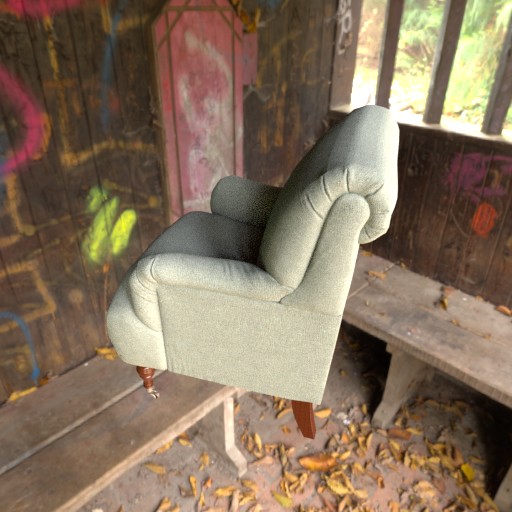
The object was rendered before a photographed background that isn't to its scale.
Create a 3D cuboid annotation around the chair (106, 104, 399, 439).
[{"bbox_3d":[0.000,0.000,1.957,1.060,1.178,0.964,8,31,14],"label":"chair"}]
